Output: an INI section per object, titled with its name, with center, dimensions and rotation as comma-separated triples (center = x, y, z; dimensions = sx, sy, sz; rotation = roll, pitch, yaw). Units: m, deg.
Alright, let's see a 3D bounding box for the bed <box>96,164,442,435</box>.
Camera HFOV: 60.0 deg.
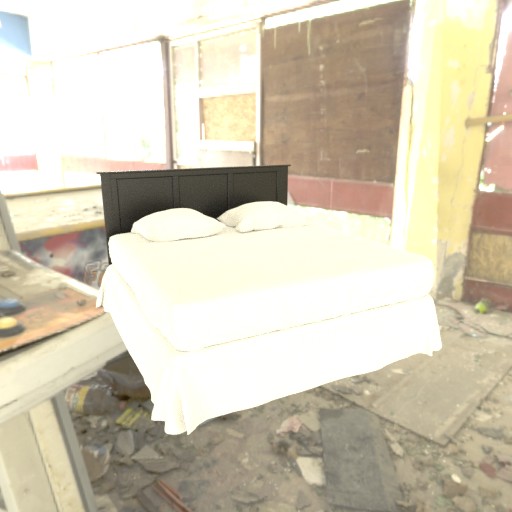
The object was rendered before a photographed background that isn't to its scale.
[bed]
center = 0.000, 0.000, 3.632
dimensions = 2.315, 1.271, 2.219
rotation = -8, 18, -26
